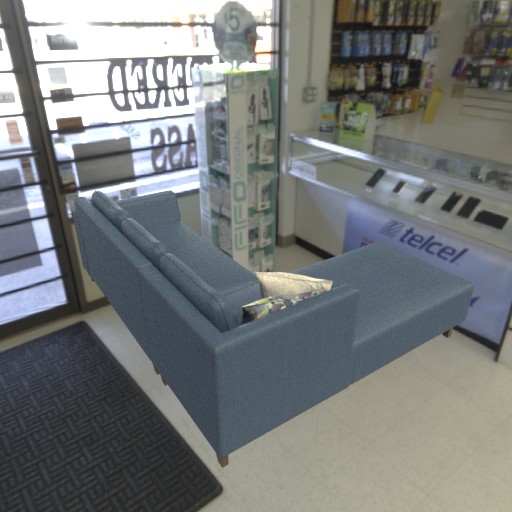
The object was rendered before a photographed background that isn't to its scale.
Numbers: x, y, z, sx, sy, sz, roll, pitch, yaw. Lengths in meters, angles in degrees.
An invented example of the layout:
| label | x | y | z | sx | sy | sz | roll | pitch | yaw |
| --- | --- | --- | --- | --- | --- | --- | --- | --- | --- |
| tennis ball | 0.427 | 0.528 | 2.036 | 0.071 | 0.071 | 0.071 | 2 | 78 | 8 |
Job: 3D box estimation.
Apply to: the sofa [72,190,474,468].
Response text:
| label | x | y | z | sx | sy | sz | roll | pitch | yaw |
| --- | --- | --- | --- | --- | --- | --- | --- | --- | --- |
| sofa | 0.000 | 0.000 | 3.021 | 1.829 | 0.787 | 2.120 | -17 | 32 | -30 |
